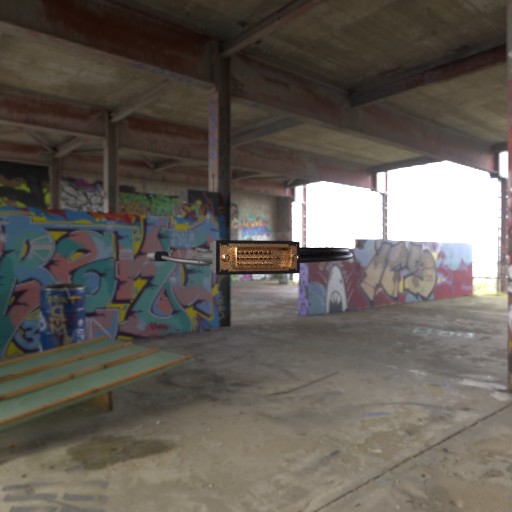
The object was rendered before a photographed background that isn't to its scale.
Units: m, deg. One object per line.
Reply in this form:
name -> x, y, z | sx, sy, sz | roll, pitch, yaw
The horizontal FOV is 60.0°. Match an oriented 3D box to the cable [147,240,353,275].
cable -> 0.000, 0.000, 0.338 | 0.136, 0.015, 0.281 | 0, 0, -20
